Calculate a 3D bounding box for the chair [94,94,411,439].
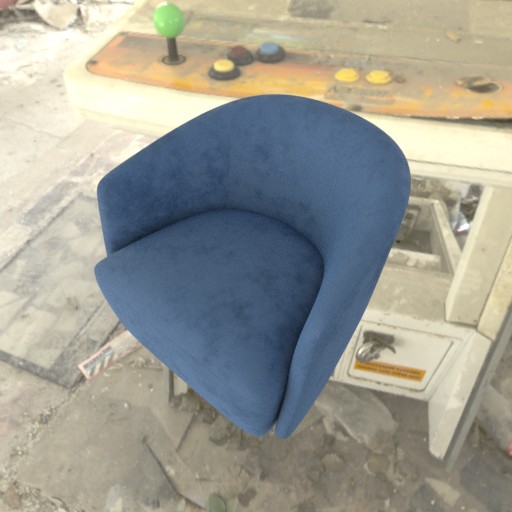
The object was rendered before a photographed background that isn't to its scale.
[{"bbox_3d":[0.000,0.000,1.343,0.773,0.698,0.767,32,53,27],"label":"chair"}]
